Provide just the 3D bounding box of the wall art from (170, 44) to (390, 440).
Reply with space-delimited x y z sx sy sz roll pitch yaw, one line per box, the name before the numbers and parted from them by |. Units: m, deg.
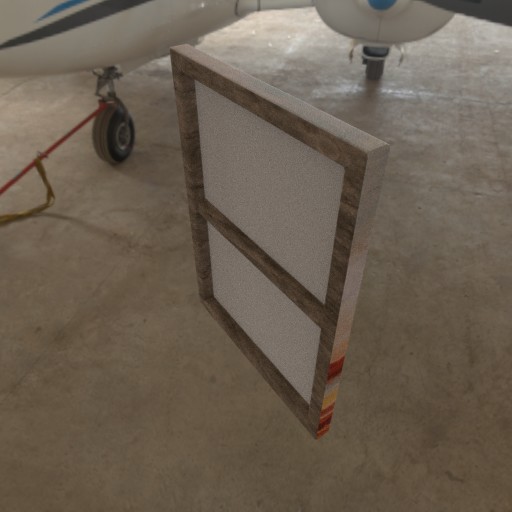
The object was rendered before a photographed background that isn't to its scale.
wall art | 0.000 0.000 0.790 0.035 0.605 0.443 -25 47 -26
